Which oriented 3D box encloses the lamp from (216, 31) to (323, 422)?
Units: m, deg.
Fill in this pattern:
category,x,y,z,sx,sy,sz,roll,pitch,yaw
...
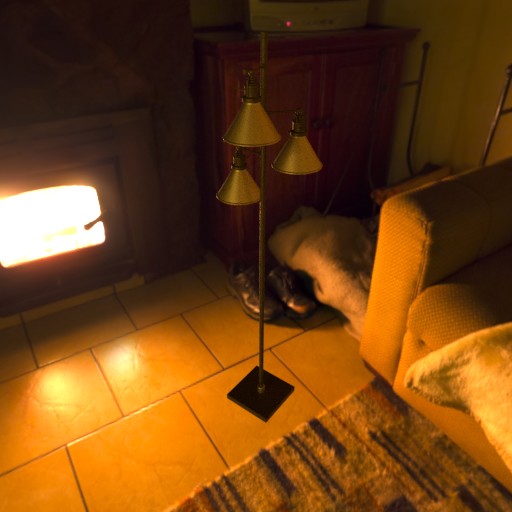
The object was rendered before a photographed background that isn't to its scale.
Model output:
category,x,y,z,sx,sy,sz,roll,pitch,yaw
lamp,0.000,0.000,1.888,0.415,1.716,0.428,22,38,31
